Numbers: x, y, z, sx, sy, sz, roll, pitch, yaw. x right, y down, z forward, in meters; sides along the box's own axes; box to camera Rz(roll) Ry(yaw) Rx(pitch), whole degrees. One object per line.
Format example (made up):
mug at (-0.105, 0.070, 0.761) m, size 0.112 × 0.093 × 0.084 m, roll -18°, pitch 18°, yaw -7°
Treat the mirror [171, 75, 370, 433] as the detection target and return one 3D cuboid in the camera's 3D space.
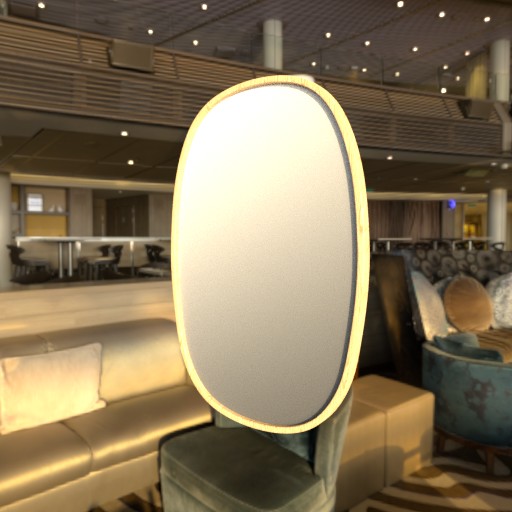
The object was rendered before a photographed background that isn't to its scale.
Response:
mirror at (0.000, 0.000, 1.381) m, size 0.724 × 1.075 × 0.037 m, roll 2°, pitch 3°, yaw 36°
